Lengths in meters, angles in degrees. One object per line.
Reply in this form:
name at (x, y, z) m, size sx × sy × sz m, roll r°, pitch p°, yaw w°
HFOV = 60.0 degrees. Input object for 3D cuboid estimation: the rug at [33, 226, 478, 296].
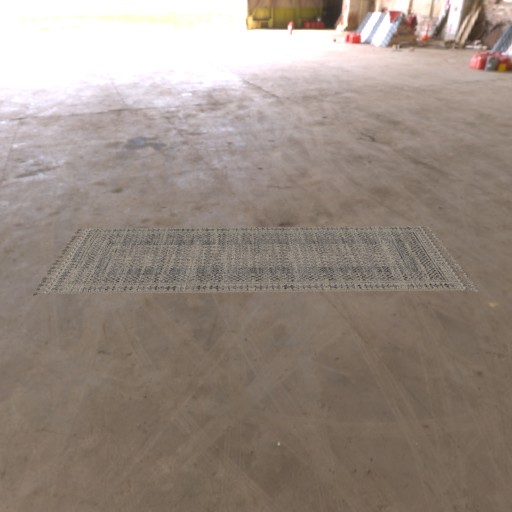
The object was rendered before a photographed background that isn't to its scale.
rug at (0.000, 0.000, 2.760) m, size 2.480 × 0.013 × 0.786 m, roll 0°, pitch 31°, yaw -1°
